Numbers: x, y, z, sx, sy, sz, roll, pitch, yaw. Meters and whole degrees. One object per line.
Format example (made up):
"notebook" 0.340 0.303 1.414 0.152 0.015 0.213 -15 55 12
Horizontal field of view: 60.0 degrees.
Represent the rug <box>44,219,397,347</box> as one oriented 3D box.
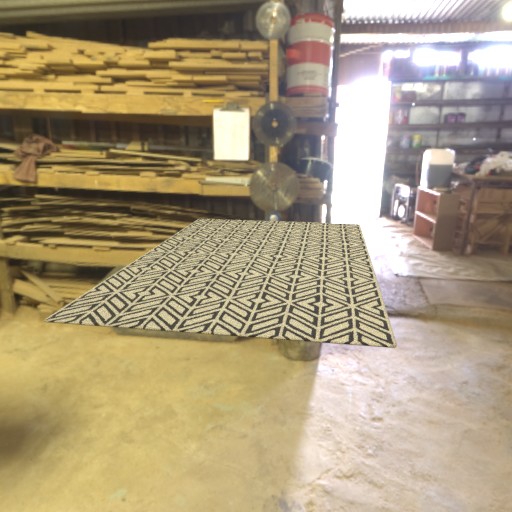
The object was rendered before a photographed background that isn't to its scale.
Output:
"rug" 0.000 0.000 3.006 1.523 0.008 2.438 3 16 9
